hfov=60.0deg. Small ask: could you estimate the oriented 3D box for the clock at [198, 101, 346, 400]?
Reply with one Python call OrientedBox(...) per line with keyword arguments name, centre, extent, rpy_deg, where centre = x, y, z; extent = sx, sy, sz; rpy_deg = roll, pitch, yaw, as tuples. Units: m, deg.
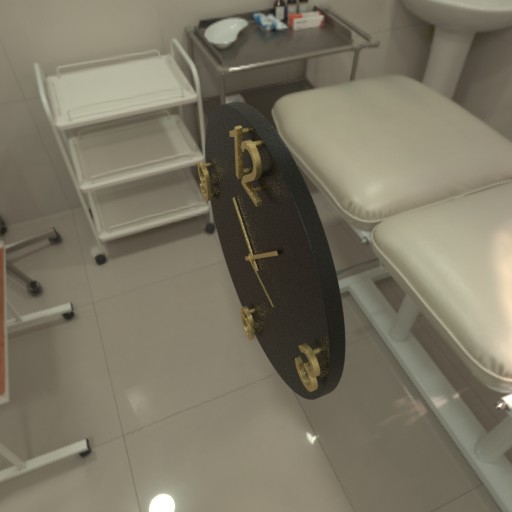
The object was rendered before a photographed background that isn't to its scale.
OrientedBox(name="clock", centre=(0.000, 0.000, 0.687), extent=(0.038, 0.454, 0.454), rpy_deg=(-18, 51, -15))
